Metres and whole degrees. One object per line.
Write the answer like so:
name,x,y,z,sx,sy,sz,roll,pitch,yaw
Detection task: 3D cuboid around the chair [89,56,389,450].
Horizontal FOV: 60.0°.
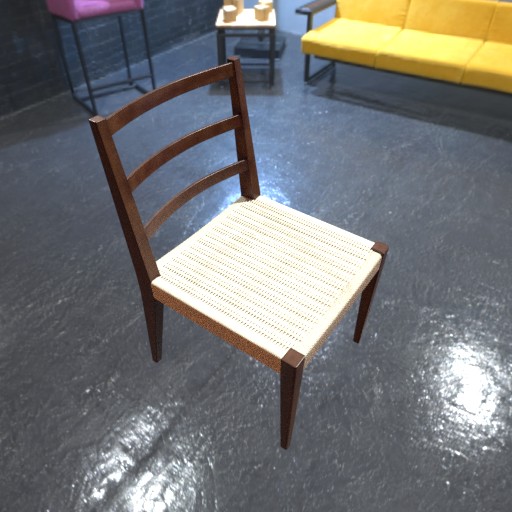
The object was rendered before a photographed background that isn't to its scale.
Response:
chair,0.000,0.000,1.185,0.551,0.813,0.480,26,48,26
